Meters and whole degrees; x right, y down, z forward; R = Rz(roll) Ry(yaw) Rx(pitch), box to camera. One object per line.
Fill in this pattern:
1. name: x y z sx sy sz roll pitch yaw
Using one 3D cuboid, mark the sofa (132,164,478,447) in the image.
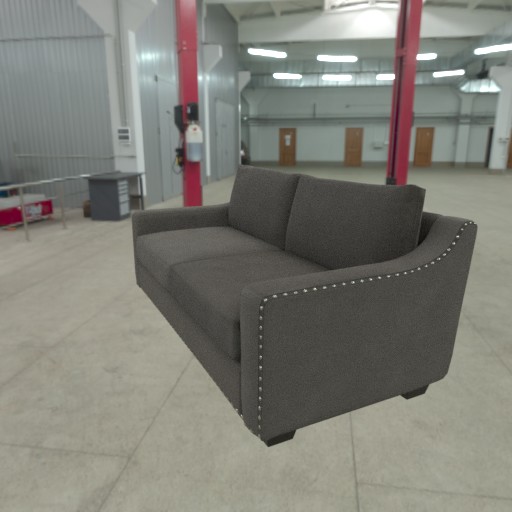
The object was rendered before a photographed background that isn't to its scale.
1. sofa: 0.000 0.000 3.227 1.336 1.196 2.550 -7 16 -26
